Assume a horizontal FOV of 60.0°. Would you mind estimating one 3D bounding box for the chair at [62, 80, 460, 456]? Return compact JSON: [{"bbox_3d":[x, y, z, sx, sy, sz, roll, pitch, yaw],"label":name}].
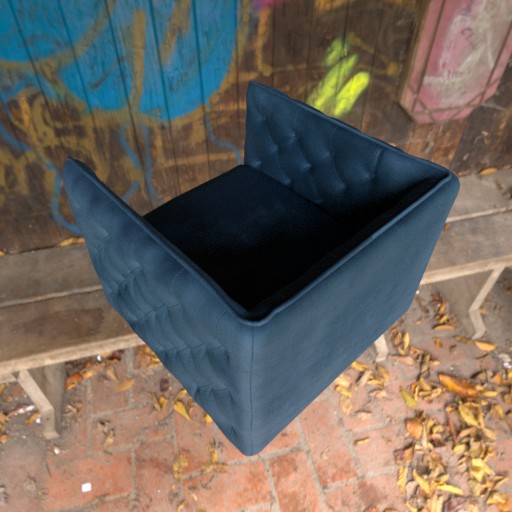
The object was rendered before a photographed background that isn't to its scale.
[{"bbox_3d":[0.000,0.000,1.543,0.868,0.771,0.877,-34,55,-28],"label":"chair"}]
